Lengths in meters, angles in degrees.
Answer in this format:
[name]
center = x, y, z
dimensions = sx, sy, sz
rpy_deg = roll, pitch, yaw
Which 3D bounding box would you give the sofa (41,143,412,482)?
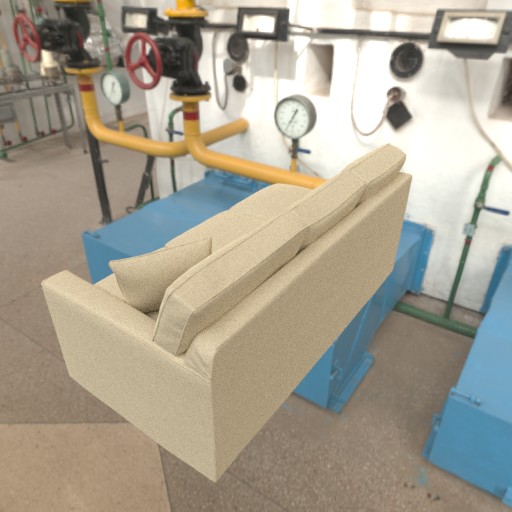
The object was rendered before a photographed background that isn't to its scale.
[sofa]
center = 0.000, 0.000, 2.495
dimensions = 1.034, 0.946, 1.963
rpy_deg = 21, 37, 30
